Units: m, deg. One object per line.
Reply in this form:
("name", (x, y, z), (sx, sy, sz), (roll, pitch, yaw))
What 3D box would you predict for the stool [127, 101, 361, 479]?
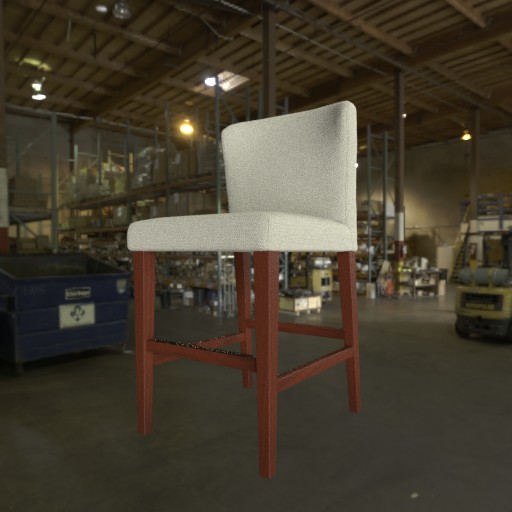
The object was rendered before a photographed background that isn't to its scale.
("stool", (0.000, 0.000, 1.297), (0.481, 0.969, 0.568), (0, 1, 35))
